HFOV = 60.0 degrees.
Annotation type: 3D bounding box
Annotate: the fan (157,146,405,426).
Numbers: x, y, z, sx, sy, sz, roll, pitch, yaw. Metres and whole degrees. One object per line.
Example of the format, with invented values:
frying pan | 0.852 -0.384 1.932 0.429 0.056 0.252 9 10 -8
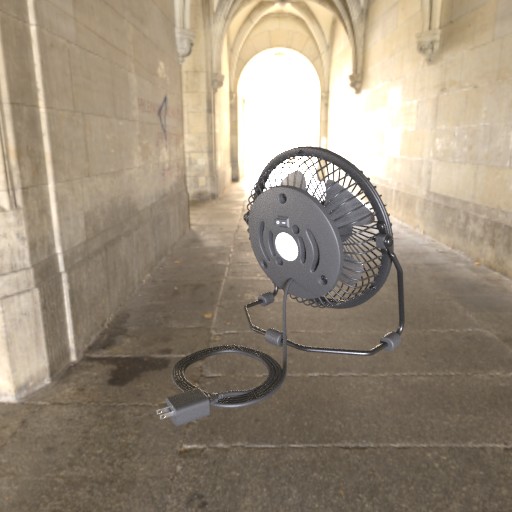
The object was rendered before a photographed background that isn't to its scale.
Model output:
fan | 0.000 0.000 0.316 0.202 0.152 0.153 -14 20 -43
